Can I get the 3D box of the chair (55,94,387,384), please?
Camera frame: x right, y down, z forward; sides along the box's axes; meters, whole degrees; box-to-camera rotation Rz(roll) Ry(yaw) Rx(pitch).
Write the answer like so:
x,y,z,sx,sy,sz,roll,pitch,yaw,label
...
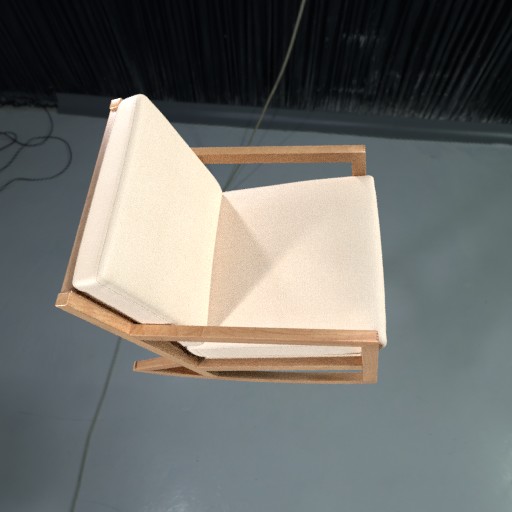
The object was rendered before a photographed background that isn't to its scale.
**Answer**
x,y,z,sx,sy,sz,roll,pitch,yaw,label
0.000,0.000,1.394,0.857,0.790,0.622,3,63,1,chair
